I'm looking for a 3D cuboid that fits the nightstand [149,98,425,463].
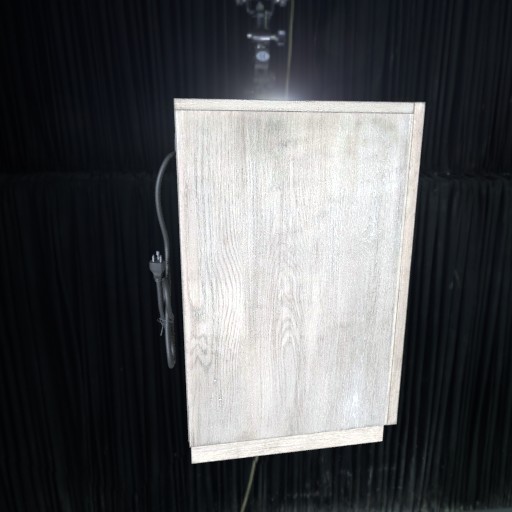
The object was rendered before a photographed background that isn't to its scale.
[{"bbox_3d":[0.000,0.000,1.088,0.483,0.673,0.612,-2,15,-10],"label":"nightstand"}]
